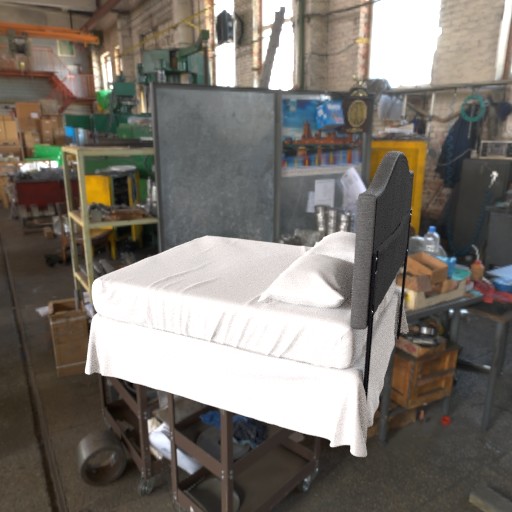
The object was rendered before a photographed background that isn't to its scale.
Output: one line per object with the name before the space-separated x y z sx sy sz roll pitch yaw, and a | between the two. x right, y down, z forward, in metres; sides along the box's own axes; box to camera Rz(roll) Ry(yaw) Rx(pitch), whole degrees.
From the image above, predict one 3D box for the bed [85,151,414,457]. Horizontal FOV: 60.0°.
bed | 0.000 0.000 3.487 2.221 1.645 1.876 7 17 24
